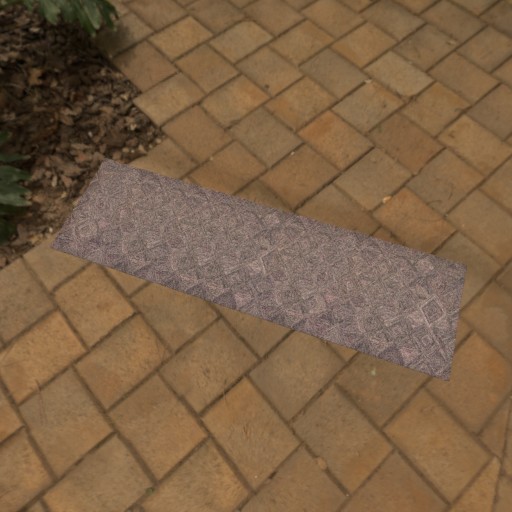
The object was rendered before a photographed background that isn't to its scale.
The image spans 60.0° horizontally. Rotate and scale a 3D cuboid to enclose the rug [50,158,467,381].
[{"bbox_3d":[0.000,0.000,2.536,2.296,0.011,0.691,17,65,8],"label":"rug"}]
